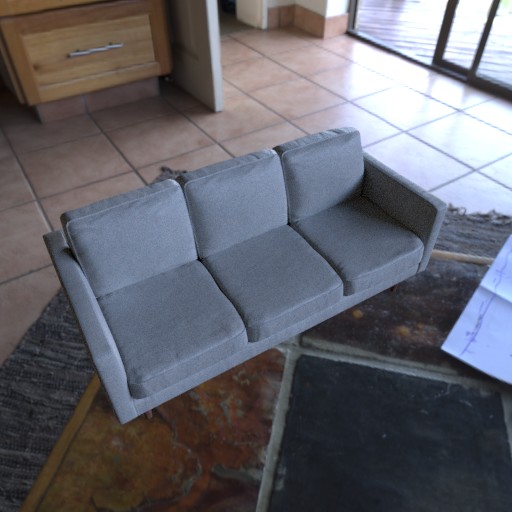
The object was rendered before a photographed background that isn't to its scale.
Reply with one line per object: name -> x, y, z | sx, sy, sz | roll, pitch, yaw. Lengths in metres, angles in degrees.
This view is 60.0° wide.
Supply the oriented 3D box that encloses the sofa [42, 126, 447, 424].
sofa -> 0.000, 0.000, 2.505 | 1.983, 0.918, 0.944 | -22, 47, -22
